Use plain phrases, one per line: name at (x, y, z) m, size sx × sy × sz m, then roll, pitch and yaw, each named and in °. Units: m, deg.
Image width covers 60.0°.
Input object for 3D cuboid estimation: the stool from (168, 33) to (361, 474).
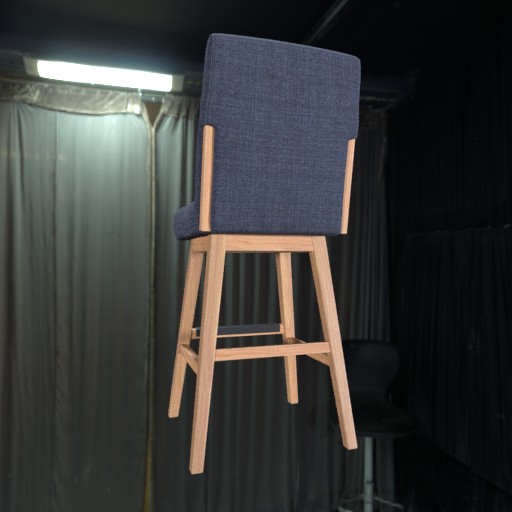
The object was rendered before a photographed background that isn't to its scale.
stool at (0.000, 0.000, 1.395) m, size 0.483 × 1.112 × 0.570 m, roll 0°, pitch 0°, yaw -19°
